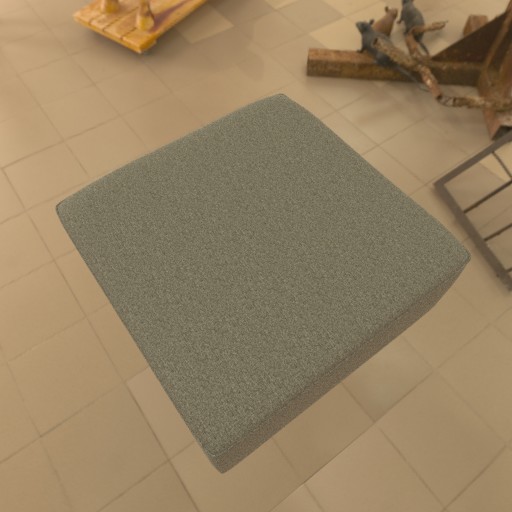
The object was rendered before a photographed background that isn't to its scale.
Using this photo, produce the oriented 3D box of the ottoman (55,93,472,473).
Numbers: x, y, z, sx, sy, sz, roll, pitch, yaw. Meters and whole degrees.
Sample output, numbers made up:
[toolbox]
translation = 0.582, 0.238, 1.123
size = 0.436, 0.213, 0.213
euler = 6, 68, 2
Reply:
[ottoman]
translation = 0.000, 0.000, 1.598
size = 1.015, 0.464, 1.005
euler = -32, 64, -18
